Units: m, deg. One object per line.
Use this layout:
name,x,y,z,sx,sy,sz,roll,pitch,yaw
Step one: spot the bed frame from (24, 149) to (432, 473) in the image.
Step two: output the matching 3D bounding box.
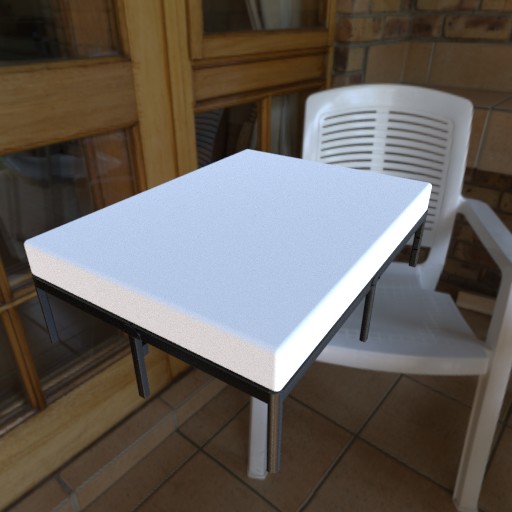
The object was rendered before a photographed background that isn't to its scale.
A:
bed frame,0.000,0.000,2.797,1.557,0.659,2.072,18,34,29
